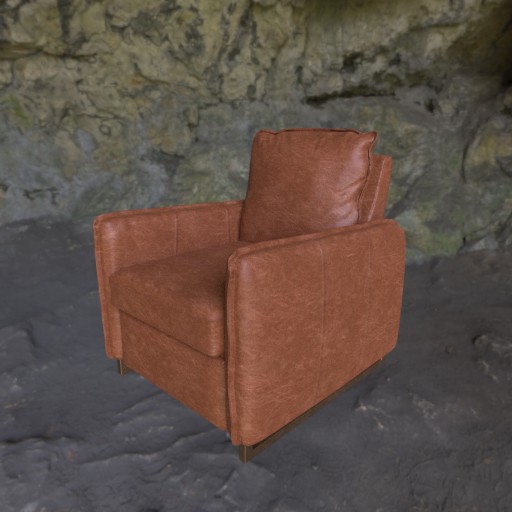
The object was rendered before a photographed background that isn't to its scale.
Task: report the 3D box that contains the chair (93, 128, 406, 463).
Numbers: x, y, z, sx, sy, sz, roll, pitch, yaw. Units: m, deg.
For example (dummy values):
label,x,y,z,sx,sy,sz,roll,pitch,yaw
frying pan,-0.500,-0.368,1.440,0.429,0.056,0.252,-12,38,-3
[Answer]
label,x,y,z,sx,sy,sz,roll,pitch,yaw
chair,0.000,0.000,1.651,0.830,0.922,0.922,15,21,42
